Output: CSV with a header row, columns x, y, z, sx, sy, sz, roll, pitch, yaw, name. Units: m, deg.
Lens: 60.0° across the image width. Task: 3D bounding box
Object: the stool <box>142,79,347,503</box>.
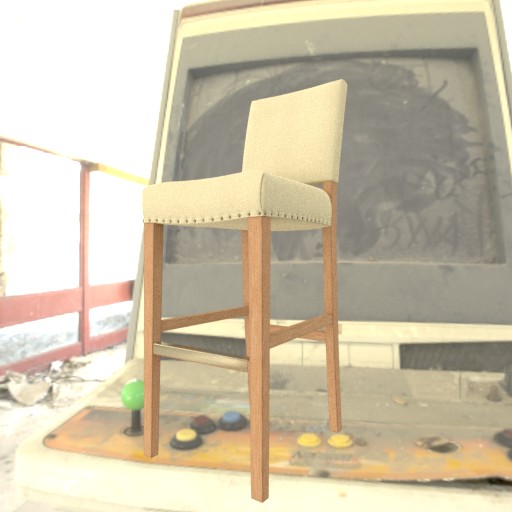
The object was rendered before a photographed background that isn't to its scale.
x,y,z,sx,sy,sz,roll,pitch,yaw,name
0.000,0.000,1.361,0.428,1.143,0.546,0,1,36,stool
